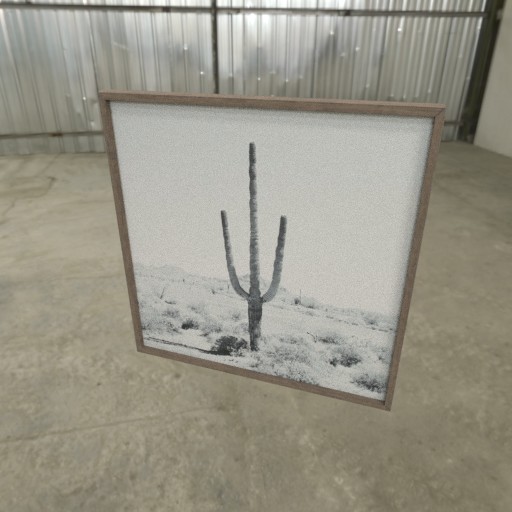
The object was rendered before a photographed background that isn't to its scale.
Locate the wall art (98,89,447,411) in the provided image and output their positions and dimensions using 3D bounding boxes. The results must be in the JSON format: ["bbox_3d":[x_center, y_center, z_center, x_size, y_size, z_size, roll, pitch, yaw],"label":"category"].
[{"bbox_3d":[0.000,0.000,0.748,0.508,0.508,0.038,9,28,17],"label":"wall art"}]
